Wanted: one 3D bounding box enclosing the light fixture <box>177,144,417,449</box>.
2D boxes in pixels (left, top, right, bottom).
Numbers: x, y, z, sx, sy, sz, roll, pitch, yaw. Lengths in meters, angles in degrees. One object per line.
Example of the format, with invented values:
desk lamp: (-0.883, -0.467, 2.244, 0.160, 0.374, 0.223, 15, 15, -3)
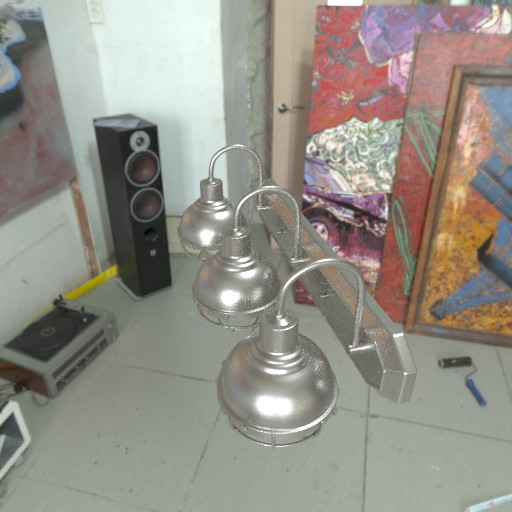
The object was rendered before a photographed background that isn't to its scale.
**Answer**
light fixture: (0.000, 0.000, 0.766, 0.229, 0.254, 0.634, -8, 31, -13)
